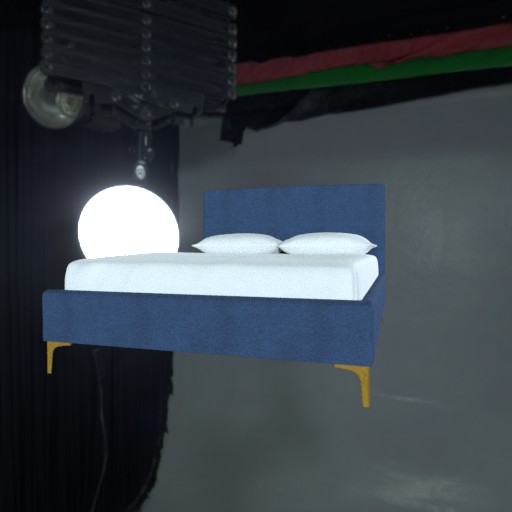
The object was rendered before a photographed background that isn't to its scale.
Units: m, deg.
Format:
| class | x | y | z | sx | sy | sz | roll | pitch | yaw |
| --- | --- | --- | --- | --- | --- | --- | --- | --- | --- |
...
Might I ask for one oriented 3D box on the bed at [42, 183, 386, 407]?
| class | x | y | z | sx | sy | sz | roll | pitch | yaw |
| --- | --- | --- | --- | --- | --- | --- | --- | --- | --- |
| bed | 0.000 | 0.000 | 3.133 | 1.723 | 1.231 | 2.172 | 0 | 1 | 18 |
